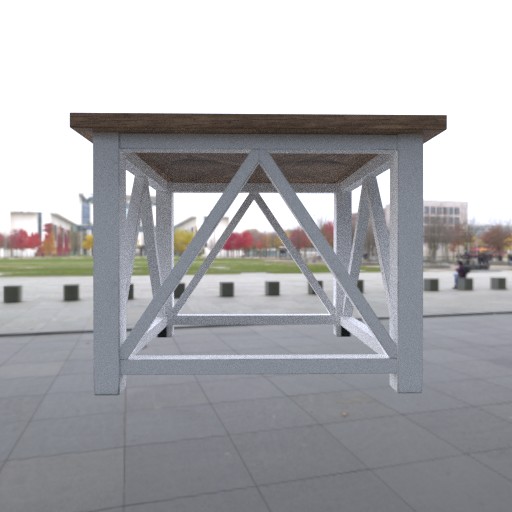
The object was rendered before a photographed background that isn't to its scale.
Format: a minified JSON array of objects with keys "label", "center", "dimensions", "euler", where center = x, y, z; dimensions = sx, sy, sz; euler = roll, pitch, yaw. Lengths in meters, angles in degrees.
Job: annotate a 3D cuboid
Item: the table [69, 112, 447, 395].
[{"label":"table","center":[0.000,0.000,1.171],"dimensions":[0.700,0.532,0.700],"euler":[0,0,-1]}]
